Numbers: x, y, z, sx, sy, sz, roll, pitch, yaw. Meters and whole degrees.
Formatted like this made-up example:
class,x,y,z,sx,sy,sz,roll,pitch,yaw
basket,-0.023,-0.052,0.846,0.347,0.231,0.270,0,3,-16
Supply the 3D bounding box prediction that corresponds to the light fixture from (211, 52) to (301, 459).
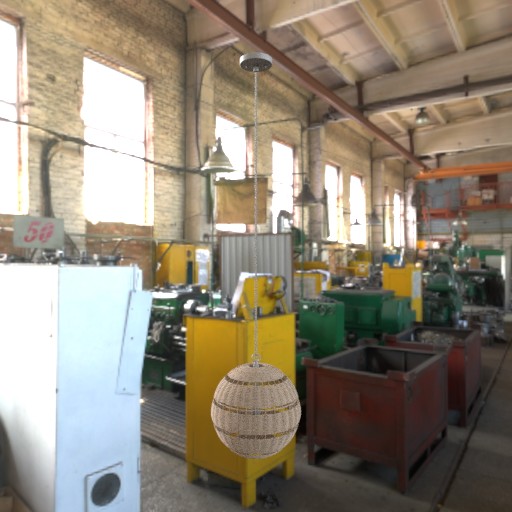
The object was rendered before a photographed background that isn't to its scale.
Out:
class,x,y,z,sx,sy,sz,roll,pitch,yaw
light fixture,0.000,0.000,2.275,0.457,2.019,0.457,0,0,0
